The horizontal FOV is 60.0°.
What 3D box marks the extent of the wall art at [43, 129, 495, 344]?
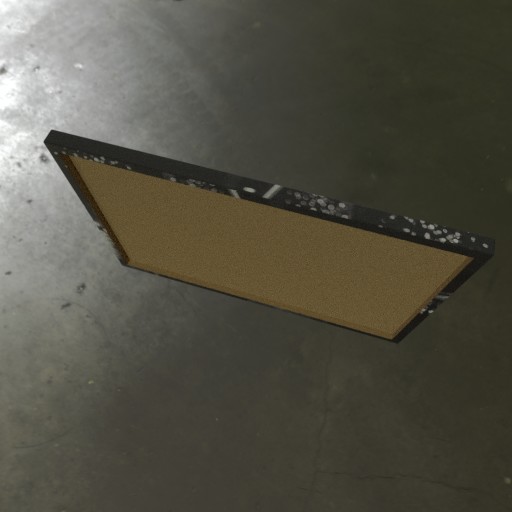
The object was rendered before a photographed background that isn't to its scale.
[{"bbox_3d":[0.000,0.000,1.142,0.914,0.609,0.038,15,65,7],"label":"wall art"}]
